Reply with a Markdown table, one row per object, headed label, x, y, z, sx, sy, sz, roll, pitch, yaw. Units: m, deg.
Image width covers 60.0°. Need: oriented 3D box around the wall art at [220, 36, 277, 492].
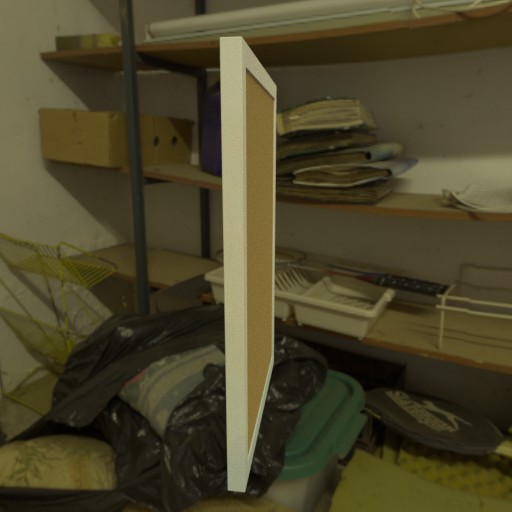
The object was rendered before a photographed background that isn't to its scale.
| label | x | y | z | sx | sy | sz | roll | pitch | yaw |
| --- | --- | --- | --- | --- | --- | --- | --- | --- | --- |
| wall art | 0.000 | 0.000 | 1.158 | 0.039 | 0.915 | 0.612 | 2 | 14 | 8 |
